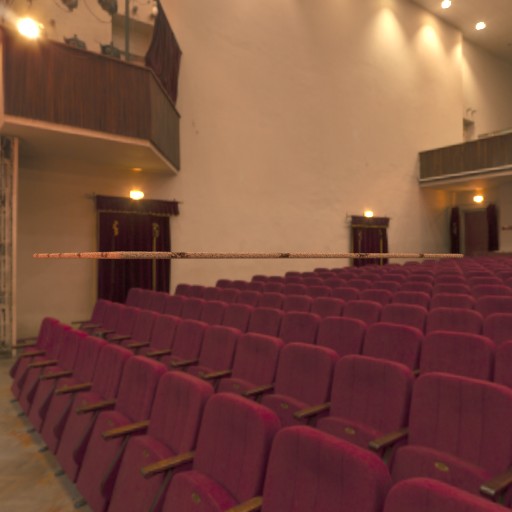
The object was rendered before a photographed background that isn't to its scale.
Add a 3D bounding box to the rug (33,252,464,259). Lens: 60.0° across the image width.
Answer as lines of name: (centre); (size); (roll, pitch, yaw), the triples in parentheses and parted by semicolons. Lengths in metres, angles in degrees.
rug: (0.000, 0.000, 3.345); (2.743, 0.030, 1.778); (0, 0, -37)
